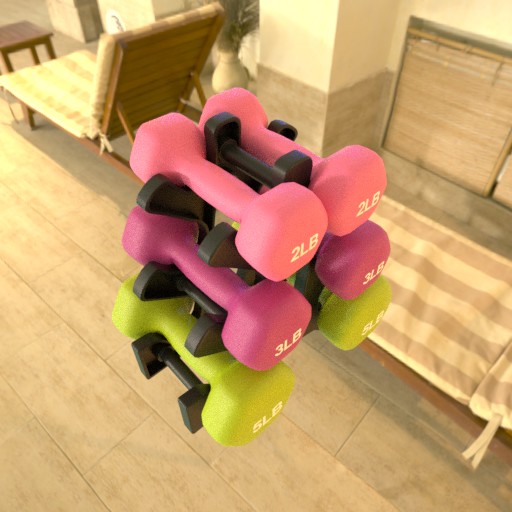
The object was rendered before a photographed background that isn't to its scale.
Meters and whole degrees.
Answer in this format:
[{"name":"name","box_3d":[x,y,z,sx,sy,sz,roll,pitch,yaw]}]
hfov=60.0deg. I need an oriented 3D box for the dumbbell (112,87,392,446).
[{"name":"dumbbell","box_3d":[0.000,0.000,0.433,0.257,0.261,0.203,-33,54,-29]}]
